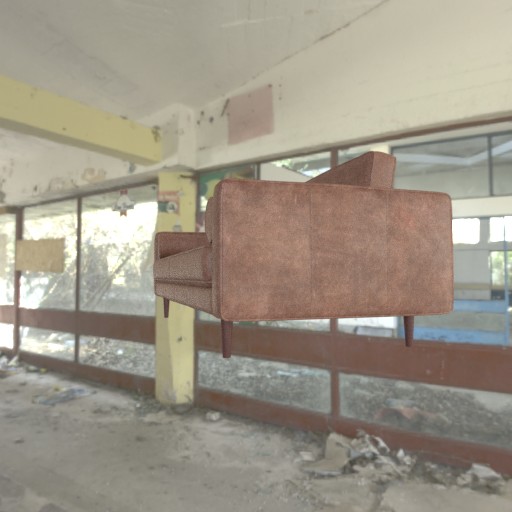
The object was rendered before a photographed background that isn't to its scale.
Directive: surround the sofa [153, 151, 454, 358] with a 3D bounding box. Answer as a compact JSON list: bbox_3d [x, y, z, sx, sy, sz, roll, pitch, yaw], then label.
[{"bbox_3d":[0.000,0.000,2.345,0.910,0.760,1.870,1,-3,-19],"label":"sofa"}]
